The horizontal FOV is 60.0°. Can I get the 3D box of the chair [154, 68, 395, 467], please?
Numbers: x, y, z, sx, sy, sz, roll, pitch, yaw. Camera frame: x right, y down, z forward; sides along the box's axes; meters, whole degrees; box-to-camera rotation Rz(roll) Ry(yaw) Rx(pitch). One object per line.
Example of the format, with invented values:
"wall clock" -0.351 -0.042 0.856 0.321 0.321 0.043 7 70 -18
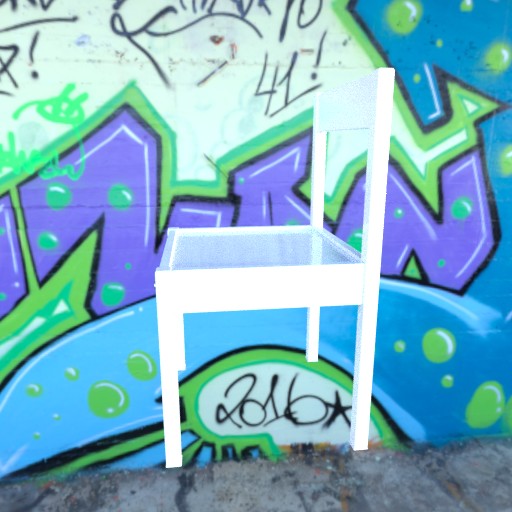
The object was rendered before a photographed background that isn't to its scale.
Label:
"chair" 0.000 0.000 0.686 0.285 0.505 0.285 -2 15 -8
